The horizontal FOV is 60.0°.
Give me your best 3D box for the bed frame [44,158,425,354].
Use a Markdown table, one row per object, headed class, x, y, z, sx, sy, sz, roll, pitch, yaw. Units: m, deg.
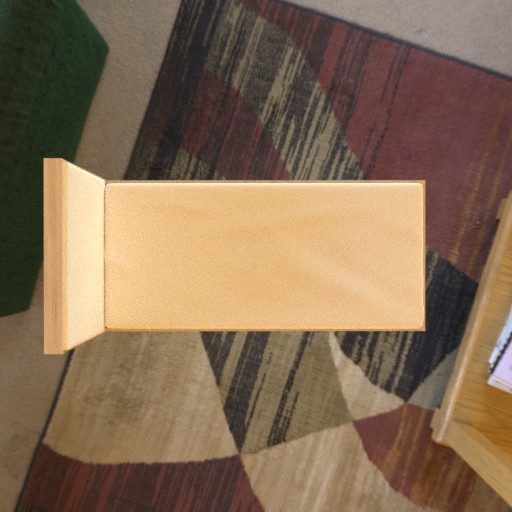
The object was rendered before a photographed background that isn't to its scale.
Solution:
| class | x | y | z | sx | sy | sz | roll | pitch | yaw |
| --- | --- | --- | --- | --- | --- | --- | --- | --- | --- |
| bed frame | 0.000 | 0.000 | 2.696 | 2.140 | 0.920 | 0.990 | 0 | 90 | 0 |
